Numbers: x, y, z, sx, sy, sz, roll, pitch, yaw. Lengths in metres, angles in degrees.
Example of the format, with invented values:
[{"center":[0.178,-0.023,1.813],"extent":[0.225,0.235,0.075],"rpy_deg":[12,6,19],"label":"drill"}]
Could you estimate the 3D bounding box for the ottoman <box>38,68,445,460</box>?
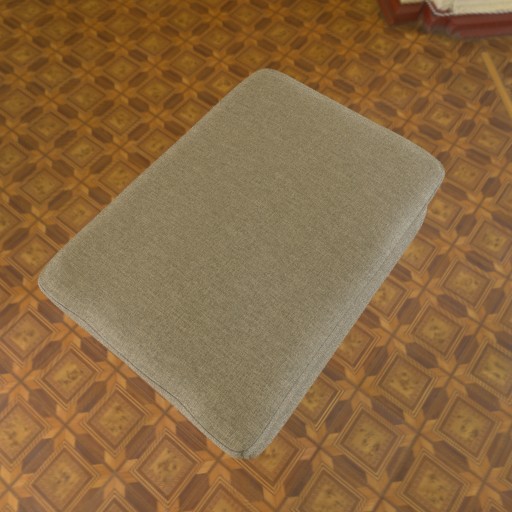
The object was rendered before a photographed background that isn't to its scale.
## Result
[{"center":[0.000,0.000,1.227],"extent":[0.639,0.494,0.873],"rpy_deg":[35,69,16],"label":"ottoman"}]
